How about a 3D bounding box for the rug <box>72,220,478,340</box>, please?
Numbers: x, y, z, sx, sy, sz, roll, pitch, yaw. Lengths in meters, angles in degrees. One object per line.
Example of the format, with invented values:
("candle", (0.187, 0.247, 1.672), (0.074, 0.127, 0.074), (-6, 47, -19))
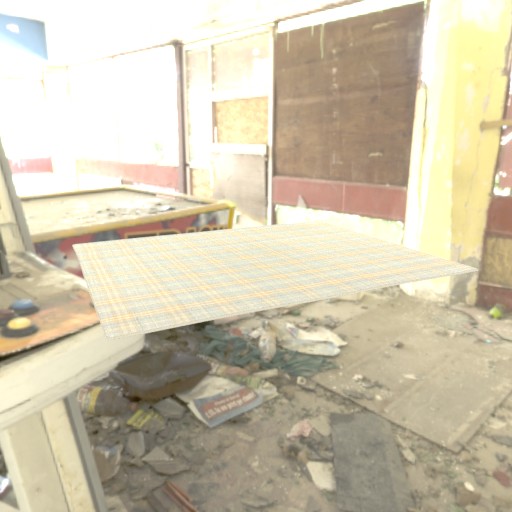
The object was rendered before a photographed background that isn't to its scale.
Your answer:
("rug", (0.000, 0.000, 4.195), (3.066, 0.030, 2.462), (-7, 17, -25))
